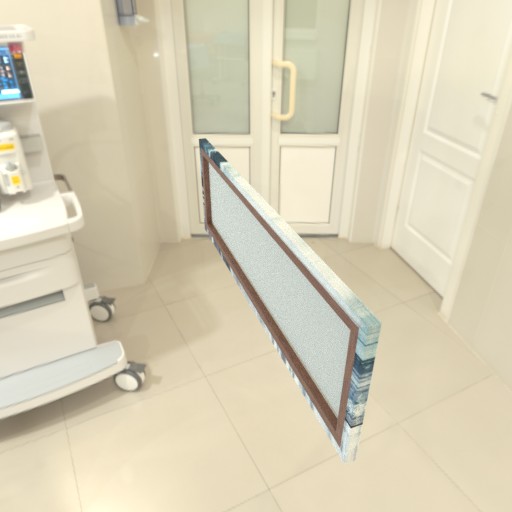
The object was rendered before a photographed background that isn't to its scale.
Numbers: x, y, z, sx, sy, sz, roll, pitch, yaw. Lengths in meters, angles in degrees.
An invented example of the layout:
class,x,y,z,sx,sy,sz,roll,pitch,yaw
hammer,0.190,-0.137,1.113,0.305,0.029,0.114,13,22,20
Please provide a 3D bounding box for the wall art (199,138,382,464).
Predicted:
class,x,y,z,sx,sy,sz,roll,pitch,yaw
wall art,0.000,0.000,1.737,0.037,0.509,1.524,-11,33,-18
